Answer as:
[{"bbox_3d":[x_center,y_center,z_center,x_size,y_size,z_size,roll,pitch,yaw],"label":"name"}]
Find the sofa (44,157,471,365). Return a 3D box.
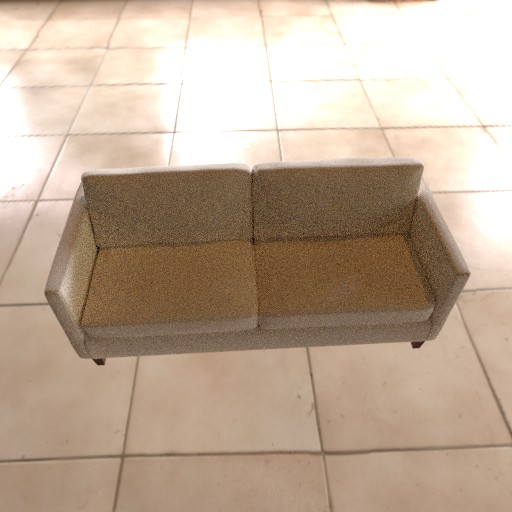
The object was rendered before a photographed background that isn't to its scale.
[{"bbox_3d":[0.000,0.000,2.654,2.139,0.933,0.924,-2,47,-2],"label":"sofa"}]
